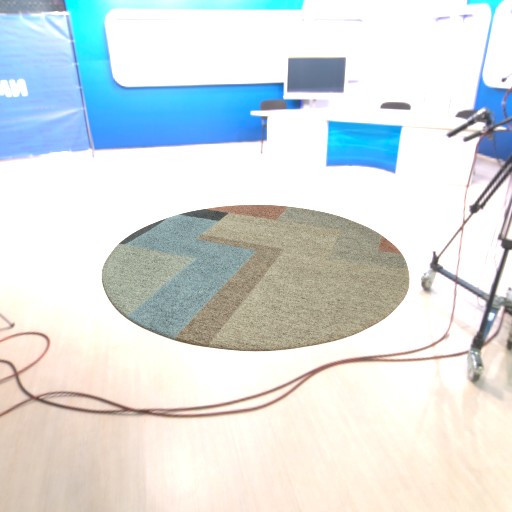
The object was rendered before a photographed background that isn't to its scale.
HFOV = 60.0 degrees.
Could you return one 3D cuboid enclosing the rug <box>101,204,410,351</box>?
[{"bbox_3d":[0.000,0.000,3.692,2.461,0.033,2.461,0,27,0],"label":"rug"}]
